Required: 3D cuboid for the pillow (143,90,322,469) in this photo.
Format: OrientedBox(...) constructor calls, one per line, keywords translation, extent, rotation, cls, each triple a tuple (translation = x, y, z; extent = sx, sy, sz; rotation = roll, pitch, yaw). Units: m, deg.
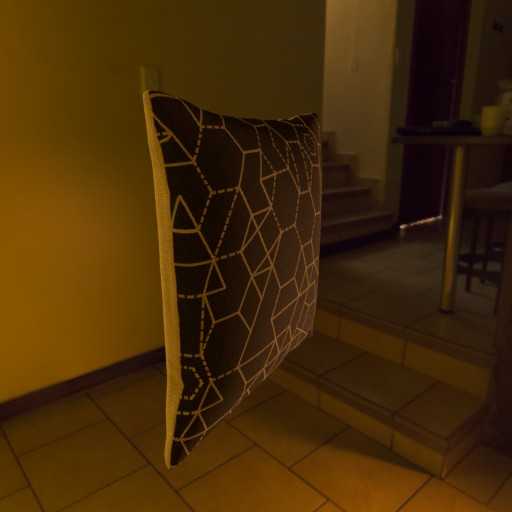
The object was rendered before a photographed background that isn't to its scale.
OrientedBox(translation=(0.000, 0.000, 0.782), extent=(0.158, 0.508, 0.517), rotation=(8, 17, 28), cls="pillow")
